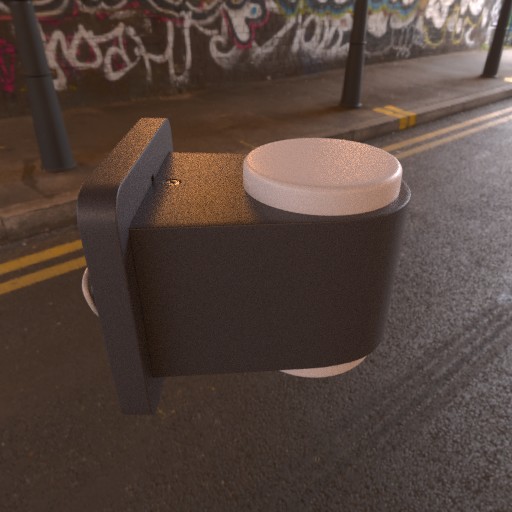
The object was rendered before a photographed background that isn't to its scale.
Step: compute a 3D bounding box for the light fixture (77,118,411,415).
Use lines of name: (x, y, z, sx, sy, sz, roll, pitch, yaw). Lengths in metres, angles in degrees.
light fixture: (0.000, 0.000, 0.212, 0.132, 0.109, 0.109, 0, 31, 0)
